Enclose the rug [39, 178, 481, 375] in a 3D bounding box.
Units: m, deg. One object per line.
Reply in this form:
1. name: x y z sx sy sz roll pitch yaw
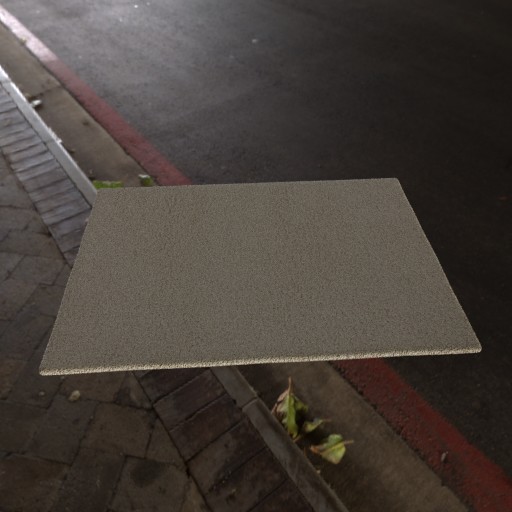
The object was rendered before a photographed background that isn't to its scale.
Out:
1. rug: 0.000 0.000 2.203 1.778 0.030 1.219 -2 45 -2
